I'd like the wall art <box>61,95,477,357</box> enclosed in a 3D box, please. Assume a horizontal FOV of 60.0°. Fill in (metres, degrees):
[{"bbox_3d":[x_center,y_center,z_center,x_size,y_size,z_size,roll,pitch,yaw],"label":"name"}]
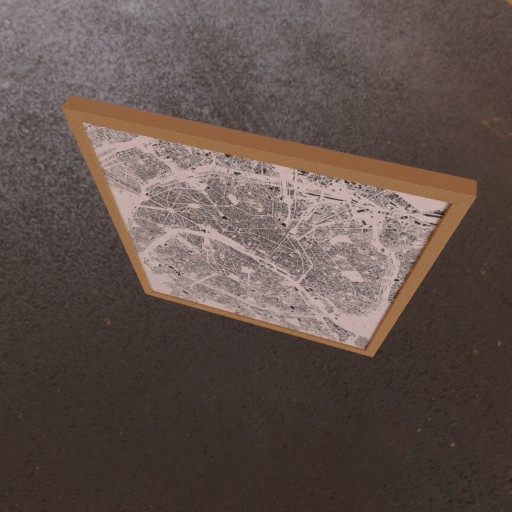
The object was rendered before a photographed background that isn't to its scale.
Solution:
[{"bbox_3d":[0.000,0.000,1.111,0.761,0.761,0.037,14,59,9],"label":"wall art"}]
